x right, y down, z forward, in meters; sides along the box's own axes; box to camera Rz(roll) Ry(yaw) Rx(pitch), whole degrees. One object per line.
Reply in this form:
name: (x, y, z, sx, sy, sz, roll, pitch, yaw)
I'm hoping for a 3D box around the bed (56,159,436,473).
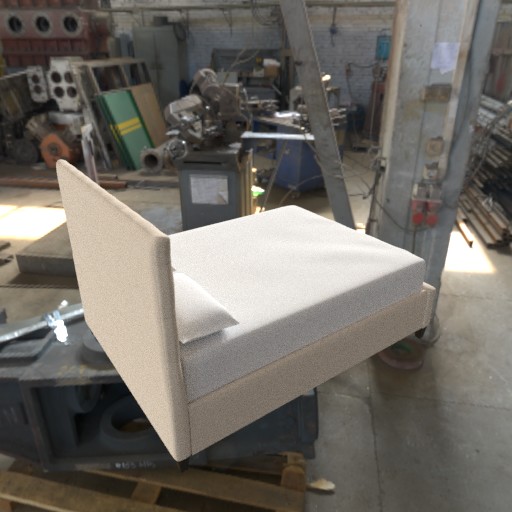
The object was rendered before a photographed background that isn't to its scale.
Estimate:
bed: (0.000, 0.000, 3.316, 2.233, 1.426, 1.696, -17, 31, -32)
